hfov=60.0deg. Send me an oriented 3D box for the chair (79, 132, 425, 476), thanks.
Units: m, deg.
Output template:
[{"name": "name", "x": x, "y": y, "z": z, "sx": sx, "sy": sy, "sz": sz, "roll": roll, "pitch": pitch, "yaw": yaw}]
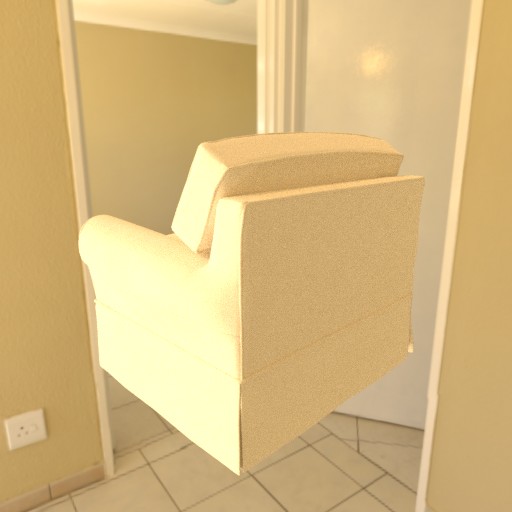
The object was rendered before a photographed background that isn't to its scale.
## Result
[{"name": "chair", "x": 0.000, "y": 0.000, "z": 1.780, "sx": 1.099, "sy": 0.958, "sz": 0.904, "roll": -15, "pitch": 21, "yaw": -43}]
